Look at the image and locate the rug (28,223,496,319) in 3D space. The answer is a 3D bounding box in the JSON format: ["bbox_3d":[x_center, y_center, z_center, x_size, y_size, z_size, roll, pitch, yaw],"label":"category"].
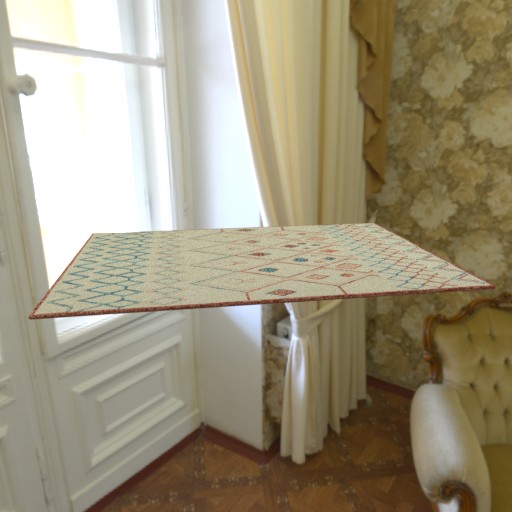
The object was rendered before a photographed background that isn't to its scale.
[{"bbox_3d":[0.000,0.000,2.276,1.829,0.016,1.219,-3,17,-9],"label":"rug"}]
